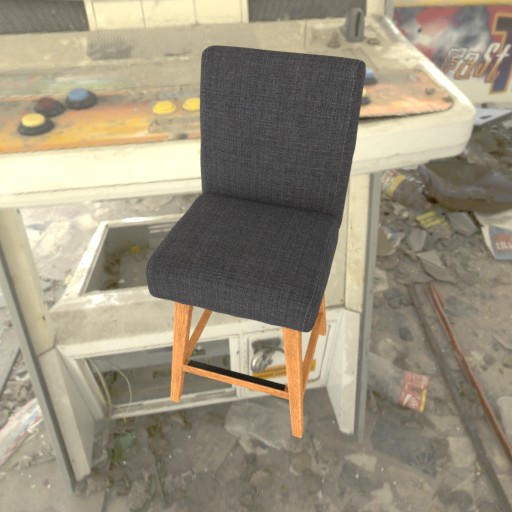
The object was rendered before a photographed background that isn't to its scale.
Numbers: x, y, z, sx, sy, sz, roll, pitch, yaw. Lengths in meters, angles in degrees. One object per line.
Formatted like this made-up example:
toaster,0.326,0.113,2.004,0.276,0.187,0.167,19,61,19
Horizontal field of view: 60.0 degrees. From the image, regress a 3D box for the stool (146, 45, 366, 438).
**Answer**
stool,0.000,0.000,1.309,0.459,1.010,0.526,11,43,12
